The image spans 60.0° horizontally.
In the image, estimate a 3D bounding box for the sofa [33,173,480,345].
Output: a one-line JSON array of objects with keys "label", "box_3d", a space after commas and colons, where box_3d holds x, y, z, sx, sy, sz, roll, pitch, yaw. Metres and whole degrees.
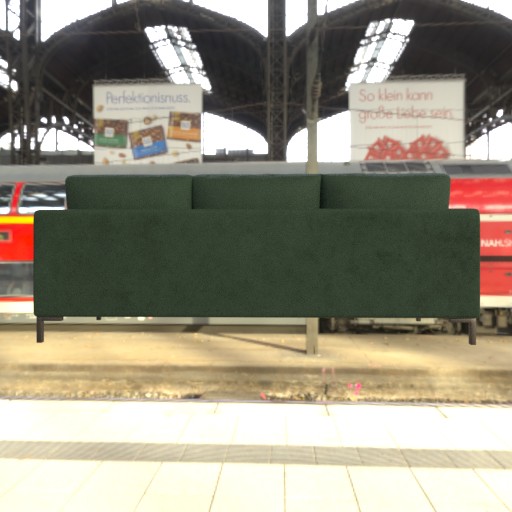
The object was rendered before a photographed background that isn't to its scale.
[{"label": "sofa", "box_3d": [0.000, 0.000, 2.603, 2.218, 0.870, 0.859, 0, 0, 1]}]
